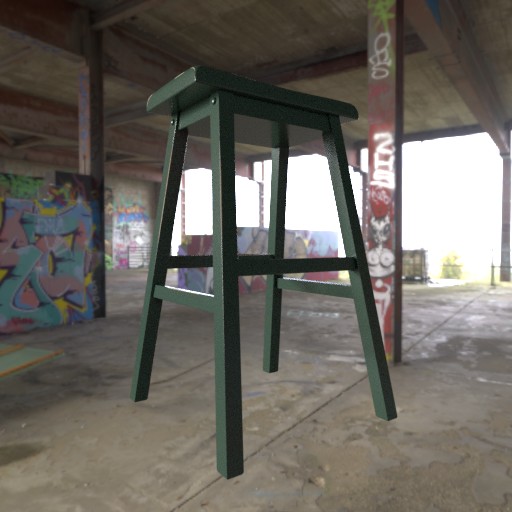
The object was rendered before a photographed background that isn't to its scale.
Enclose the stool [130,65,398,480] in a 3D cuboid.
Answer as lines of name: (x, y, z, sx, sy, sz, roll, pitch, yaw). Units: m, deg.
stool: (0.000, 0.000, 1.063, 0.457, 0.737, 0.476, -1, 2, -35)
